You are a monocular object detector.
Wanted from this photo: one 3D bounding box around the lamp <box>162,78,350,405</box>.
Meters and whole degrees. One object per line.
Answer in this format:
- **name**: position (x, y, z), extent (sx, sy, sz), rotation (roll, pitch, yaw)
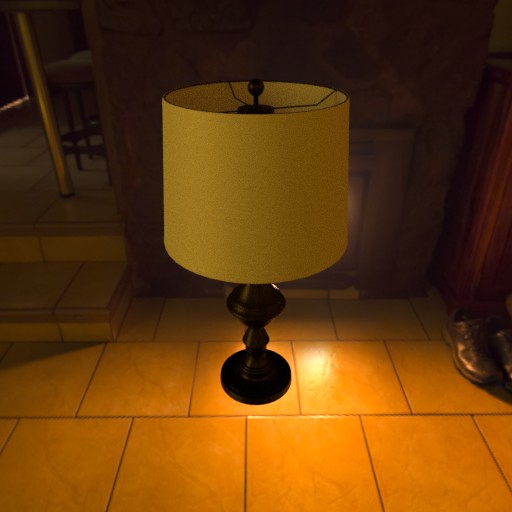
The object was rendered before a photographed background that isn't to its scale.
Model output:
- **lamp**: position (0.000, 0.000, 0.967), extent (0.383, 0.726, 0.383), rotation (0, 30, 0)
